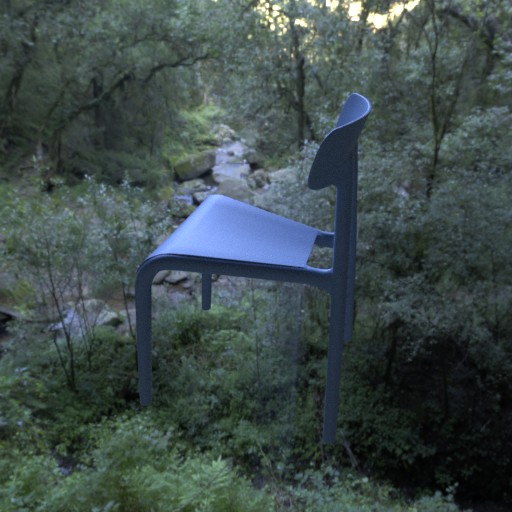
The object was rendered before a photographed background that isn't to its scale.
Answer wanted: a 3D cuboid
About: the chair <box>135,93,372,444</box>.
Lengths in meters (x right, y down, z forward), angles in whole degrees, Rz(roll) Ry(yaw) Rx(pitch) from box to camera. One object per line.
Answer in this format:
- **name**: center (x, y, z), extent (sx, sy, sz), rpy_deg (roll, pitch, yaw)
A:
- **chair**: center (0.000, 0.000, 0.863), extent (0.401, 0.580, 0.356), rpy_deg (9, 32, 14)
